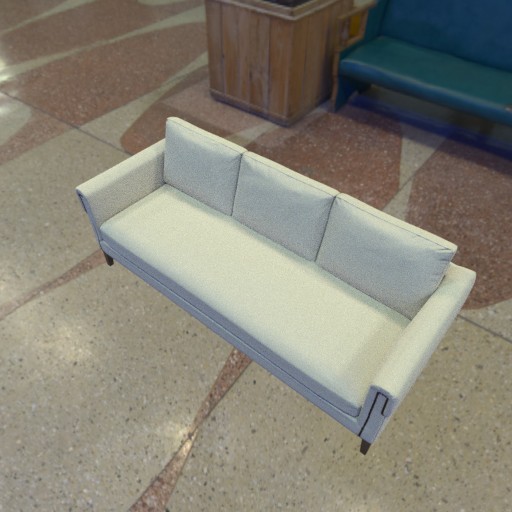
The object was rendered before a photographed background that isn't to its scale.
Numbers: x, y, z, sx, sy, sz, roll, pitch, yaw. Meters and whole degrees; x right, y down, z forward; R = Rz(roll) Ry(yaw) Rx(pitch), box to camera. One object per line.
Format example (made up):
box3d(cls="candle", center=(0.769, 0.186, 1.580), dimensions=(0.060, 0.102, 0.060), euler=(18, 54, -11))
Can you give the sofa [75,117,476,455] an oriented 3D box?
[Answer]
box3d(cls="sofa", center=(0.000, 0.000, 2.643), dimensions=(2.198, 0.911, 0.902), euler=(31, 53, 26))
